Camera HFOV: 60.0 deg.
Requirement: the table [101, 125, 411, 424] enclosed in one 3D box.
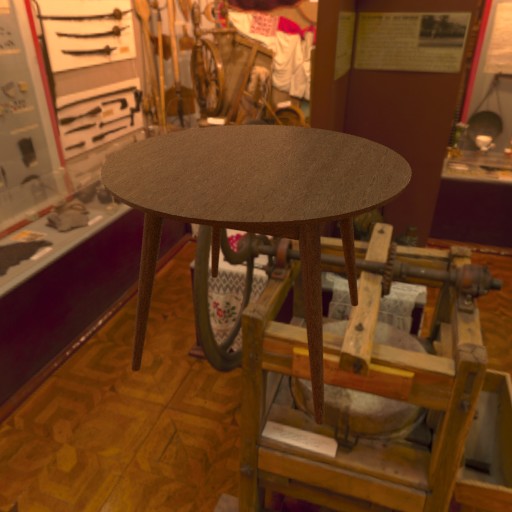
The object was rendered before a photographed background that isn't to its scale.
[{"bbox_3d":[0.000,0.000,1.761,1.053,0.786,1.053,0,29,0],"label":"table"}]
